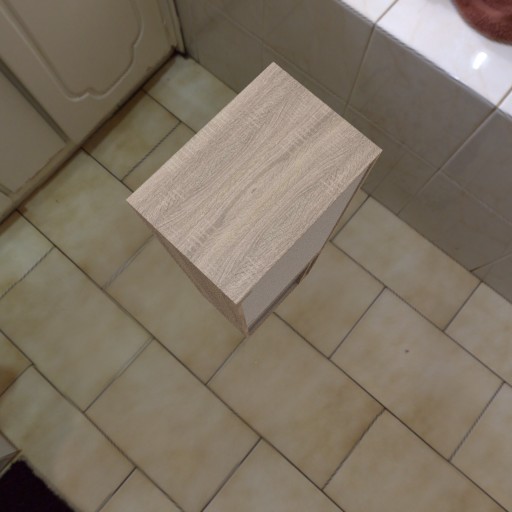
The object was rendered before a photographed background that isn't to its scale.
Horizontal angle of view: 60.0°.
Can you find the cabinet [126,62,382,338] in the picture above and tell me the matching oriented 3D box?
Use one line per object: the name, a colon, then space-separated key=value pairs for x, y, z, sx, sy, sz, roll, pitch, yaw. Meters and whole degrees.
cabinet: x=0.000 y=0.000 z=2.076 sx=0.400 sy=1.850 sz=0.570 roll=42 pitch=80 yaw=9
